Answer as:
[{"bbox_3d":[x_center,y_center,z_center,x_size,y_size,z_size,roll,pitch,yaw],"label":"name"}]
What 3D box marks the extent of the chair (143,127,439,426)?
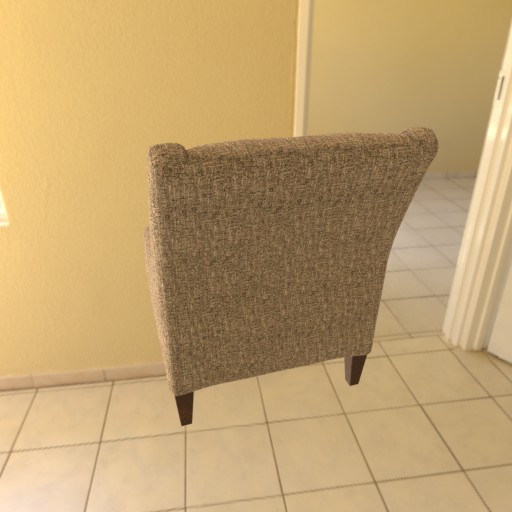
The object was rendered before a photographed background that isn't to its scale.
[{"bbox_3d":[0.000,0.000,1.634,0.774,1.014,0.870,-8,27,-16],"label":"chair"}]
